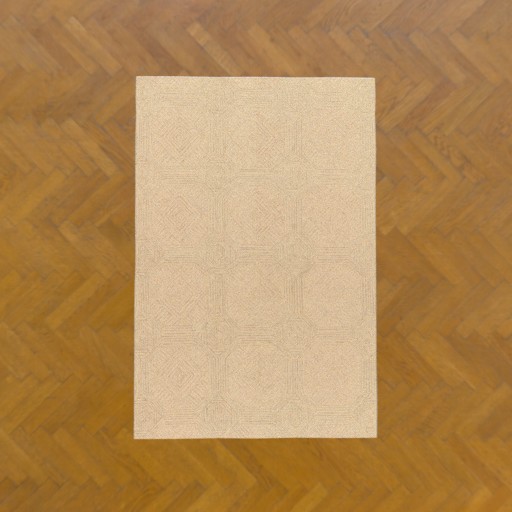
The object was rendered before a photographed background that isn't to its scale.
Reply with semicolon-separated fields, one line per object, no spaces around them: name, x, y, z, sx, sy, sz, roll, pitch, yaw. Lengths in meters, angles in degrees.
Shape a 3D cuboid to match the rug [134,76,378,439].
rug;0.000;0.000;2.253;1.236;0.009;1.839;0;89;-1
